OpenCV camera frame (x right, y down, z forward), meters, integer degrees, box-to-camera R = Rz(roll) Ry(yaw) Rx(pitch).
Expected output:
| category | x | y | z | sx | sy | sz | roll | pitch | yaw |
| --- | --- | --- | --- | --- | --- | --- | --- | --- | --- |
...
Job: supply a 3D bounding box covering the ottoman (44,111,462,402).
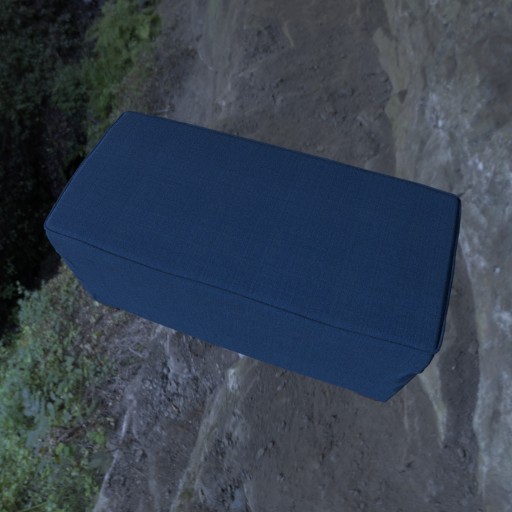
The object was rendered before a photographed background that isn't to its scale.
| category | x | y | z | sx | sy | sz | roll | pitch | yaw |
| --- | --- | --- | --- | --- | --- | --- | --- | --- | --- |
| ottoman | 0.000 | 0.000 | 1.245 | 0.943 | 0.474 | 0.474 | 17 | 61 | 10 |
